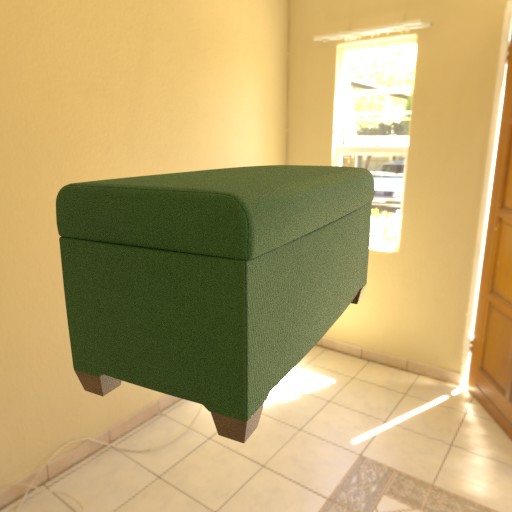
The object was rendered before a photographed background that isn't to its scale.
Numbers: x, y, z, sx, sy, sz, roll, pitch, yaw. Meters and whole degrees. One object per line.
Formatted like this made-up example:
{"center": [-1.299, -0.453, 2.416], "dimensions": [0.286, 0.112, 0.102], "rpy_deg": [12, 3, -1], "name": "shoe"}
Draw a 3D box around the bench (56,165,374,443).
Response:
{"center": [0.000, 0.000, 1.296], "dimensions": [0.505, 0.501, 0.989], "rpy_deg": [7, 16, 26], "name": "bench"}
